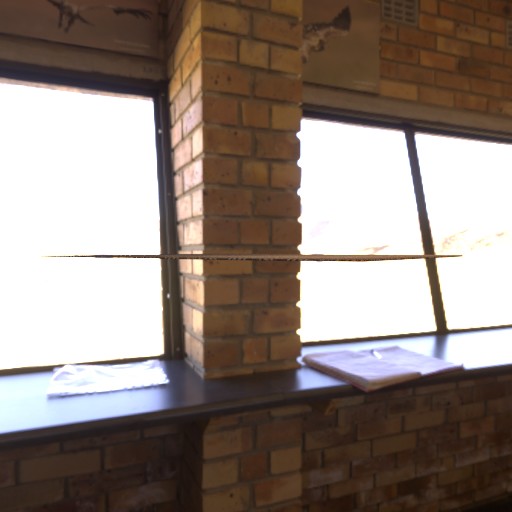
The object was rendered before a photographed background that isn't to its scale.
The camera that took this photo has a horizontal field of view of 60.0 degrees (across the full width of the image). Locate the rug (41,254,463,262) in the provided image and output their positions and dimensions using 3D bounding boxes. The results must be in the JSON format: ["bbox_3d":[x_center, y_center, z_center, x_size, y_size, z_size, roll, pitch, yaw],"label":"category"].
[{"bbox_3d":[0.000,0.000,3.852,2.902,0.017,2.305,0,1,36],"label":"rug"}]
